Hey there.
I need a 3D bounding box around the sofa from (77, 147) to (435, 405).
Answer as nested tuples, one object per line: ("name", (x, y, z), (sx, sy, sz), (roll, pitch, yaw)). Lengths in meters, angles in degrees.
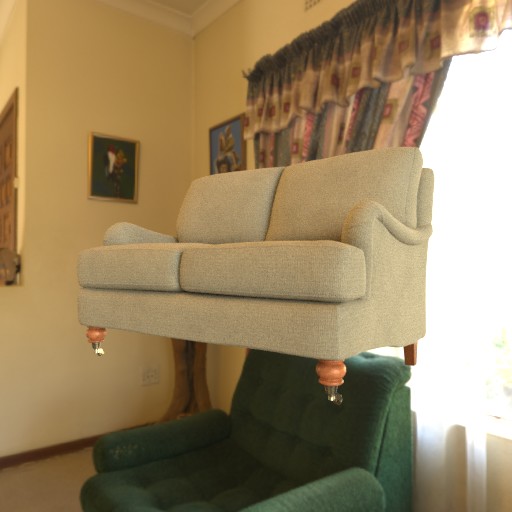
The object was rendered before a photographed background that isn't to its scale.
("sofa", (0.000, 0.000, 2.172), (1.480, 0.999, 1.087), (-1, -1, 36))
